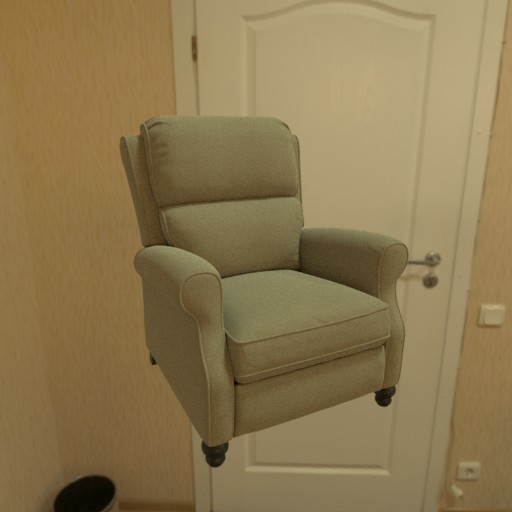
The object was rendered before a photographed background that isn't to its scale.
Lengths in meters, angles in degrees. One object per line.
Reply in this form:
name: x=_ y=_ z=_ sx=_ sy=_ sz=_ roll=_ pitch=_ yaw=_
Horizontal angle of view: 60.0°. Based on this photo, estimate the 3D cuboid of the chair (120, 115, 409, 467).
chair: x=0.000 y=0.000 z=1.707 sx=0.859 sy=1.046 sz=0.919 roll=-8 pitch=18 yaw=-26
